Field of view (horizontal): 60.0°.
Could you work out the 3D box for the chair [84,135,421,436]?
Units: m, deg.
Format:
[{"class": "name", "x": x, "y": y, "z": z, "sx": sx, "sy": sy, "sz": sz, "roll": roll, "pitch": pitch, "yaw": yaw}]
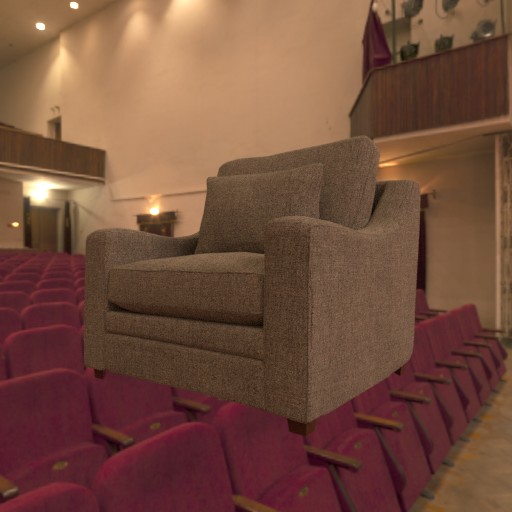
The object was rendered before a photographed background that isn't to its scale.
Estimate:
[{"class": "chair", "x": 0.000, "y": 0.000, "z": 1.950, "sx": 1.138, "sy": 1.037, "sz": 1.009, "roll": 0, "pitch": 0, "yaw": 37}]
